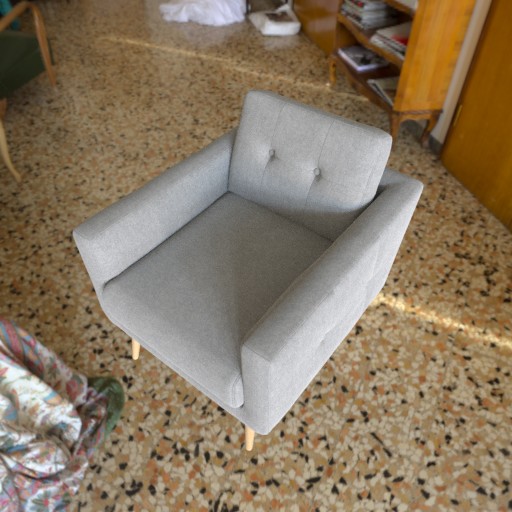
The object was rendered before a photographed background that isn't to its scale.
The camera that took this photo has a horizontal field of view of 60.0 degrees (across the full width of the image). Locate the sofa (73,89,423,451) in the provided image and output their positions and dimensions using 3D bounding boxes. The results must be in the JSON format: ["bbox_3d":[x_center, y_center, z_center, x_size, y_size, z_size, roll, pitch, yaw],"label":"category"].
[{"bbox_3d":[0.000,0.000,1.556,0.770,0.860,0.920,29,52,26],"label":"sofa"}]
